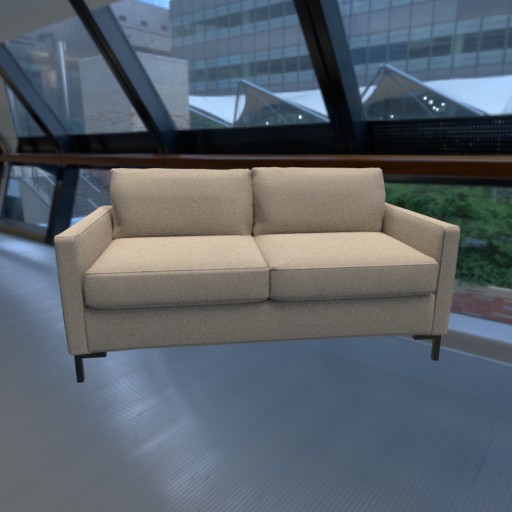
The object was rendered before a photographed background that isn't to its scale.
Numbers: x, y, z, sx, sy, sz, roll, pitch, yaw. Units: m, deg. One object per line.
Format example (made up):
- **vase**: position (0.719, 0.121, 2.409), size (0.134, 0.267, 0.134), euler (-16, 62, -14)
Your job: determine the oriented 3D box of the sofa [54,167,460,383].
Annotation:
- **sofa**: position (0.000, 0.000, 2.218), size (1.682, 0.840, 0.875), euler (-2, 15, -7)
